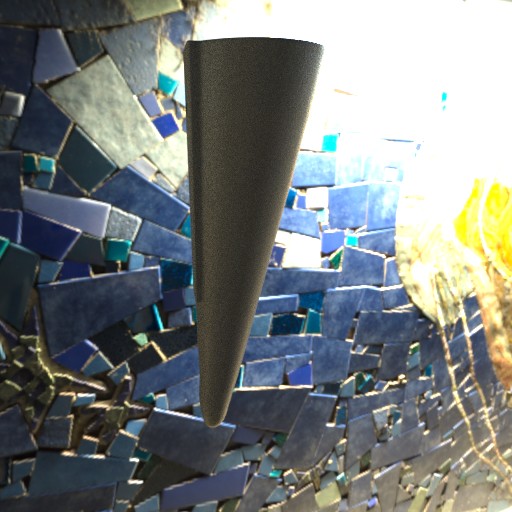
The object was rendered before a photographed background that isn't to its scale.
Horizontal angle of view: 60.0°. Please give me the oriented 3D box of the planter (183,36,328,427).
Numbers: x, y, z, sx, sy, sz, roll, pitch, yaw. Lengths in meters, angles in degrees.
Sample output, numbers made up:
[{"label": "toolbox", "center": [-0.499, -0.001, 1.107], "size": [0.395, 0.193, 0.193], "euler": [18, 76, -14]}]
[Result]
[{"label": "planter", "center": [0.000, 0.000, 0.223], "size": [0.064, 0.191, 0.057], "euler": [-3, 16, -11]}]
